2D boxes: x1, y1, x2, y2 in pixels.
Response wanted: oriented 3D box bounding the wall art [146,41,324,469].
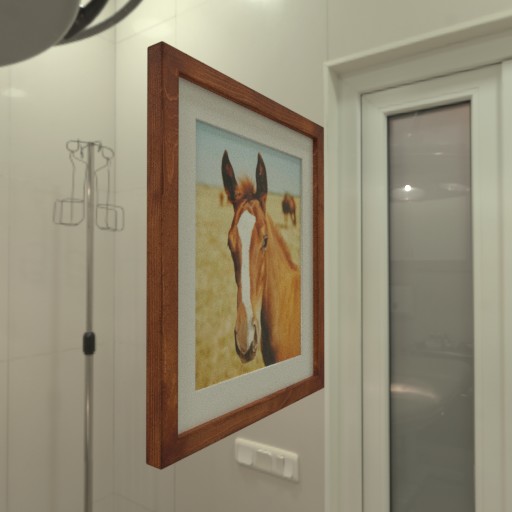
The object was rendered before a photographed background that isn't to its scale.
[{"bbox_3d":[0.000,0.000,0.771,0.030,0.558,0.462,-1,-1,36],"label":"wall art"}]
